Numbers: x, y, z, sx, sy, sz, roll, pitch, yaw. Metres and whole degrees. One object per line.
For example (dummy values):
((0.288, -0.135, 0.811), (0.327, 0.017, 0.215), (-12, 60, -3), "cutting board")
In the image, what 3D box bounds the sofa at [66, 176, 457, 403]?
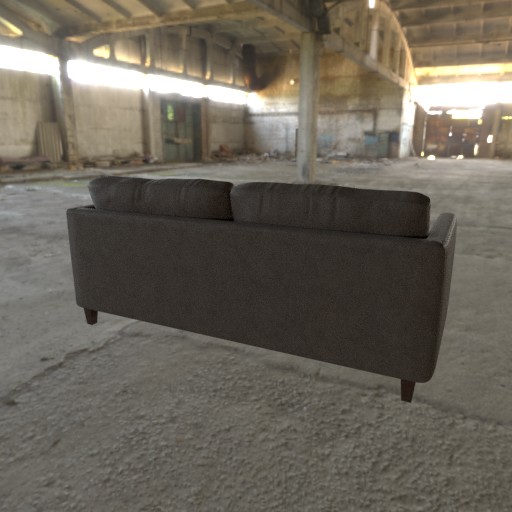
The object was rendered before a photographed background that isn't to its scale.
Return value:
((0.000, 0.000, 2.738), (2.208, 0.965, 0.951), (7, 16, 25), "sofa")
